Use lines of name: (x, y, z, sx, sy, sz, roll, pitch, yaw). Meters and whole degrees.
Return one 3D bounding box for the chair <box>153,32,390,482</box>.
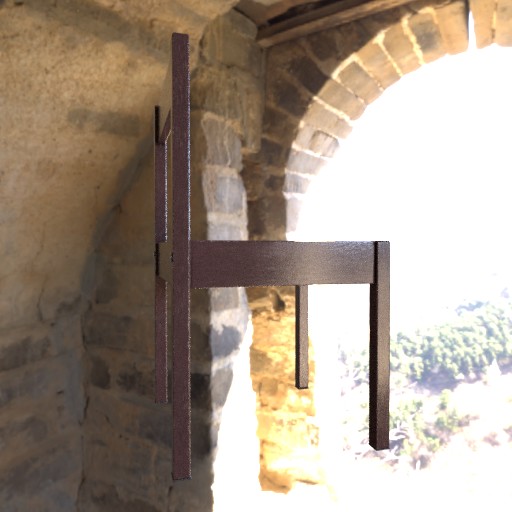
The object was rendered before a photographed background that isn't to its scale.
chair: (0.000, 0.000, 0.673, 0.285, 0.505, 0.285, 0, 1, -17)
